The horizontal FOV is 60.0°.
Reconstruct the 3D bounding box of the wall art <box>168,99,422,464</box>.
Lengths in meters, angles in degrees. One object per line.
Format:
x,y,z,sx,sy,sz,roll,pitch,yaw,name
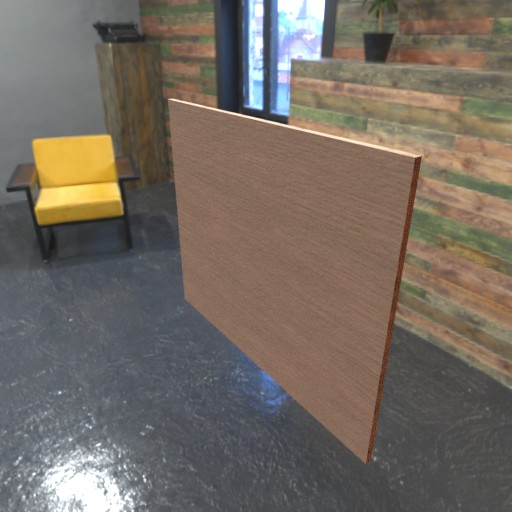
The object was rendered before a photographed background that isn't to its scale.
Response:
0.000,0.000,0.681,0.010,0.408,0.508,-18,32,-32,wall art
